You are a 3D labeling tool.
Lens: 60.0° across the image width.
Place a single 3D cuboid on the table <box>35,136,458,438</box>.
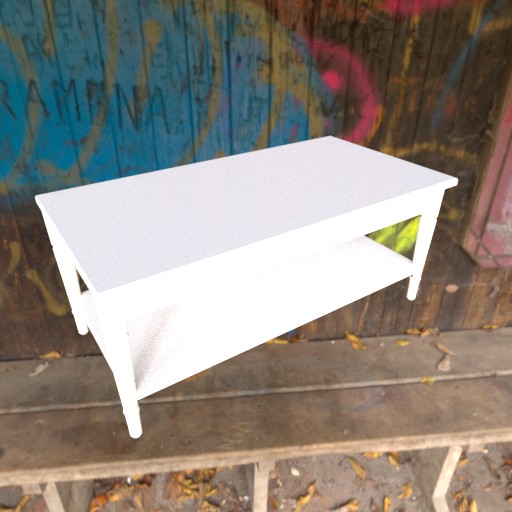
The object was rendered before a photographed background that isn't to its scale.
[{"bbox_3d":[0.000,0.000,1.369,1.067,0.457,0.559,-19,35,-29],"label":"table"}]
